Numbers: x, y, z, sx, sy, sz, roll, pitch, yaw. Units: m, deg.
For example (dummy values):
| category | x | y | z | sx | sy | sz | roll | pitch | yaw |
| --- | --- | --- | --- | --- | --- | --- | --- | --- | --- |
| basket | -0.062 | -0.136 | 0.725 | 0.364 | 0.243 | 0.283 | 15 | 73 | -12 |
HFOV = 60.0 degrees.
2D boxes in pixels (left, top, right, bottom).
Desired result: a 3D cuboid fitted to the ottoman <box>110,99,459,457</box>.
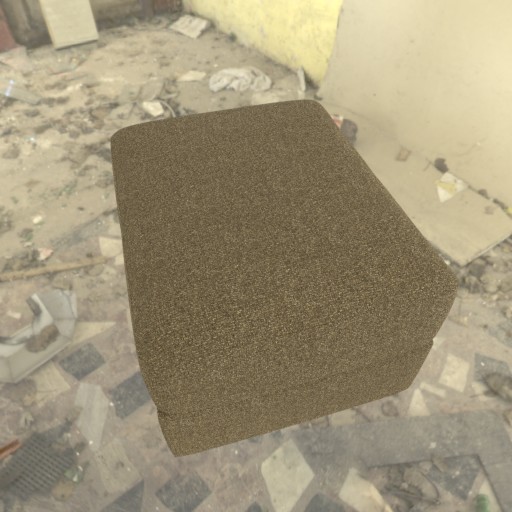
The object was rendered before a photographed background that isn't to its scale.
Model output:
| category | x | y | z | sx | sy | sz | roll | pitch | yaw |
| --- | --- | --- | --- | --- | --- | --- | --- | --- | --- |
| ottoman | 0.000 | 0.000 | 1.104 | 0.598 | 0.476 | 0.742 | -12 | 49 | -11 |
